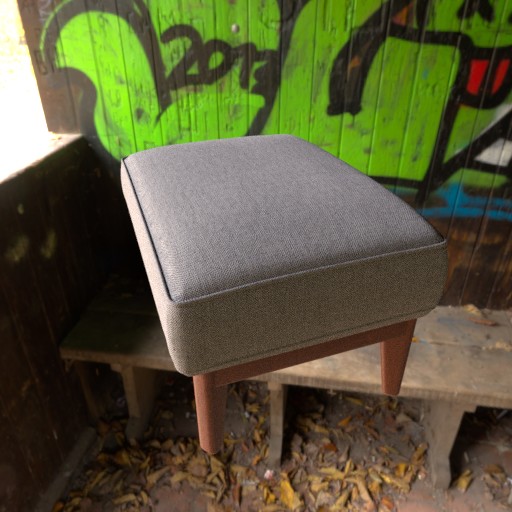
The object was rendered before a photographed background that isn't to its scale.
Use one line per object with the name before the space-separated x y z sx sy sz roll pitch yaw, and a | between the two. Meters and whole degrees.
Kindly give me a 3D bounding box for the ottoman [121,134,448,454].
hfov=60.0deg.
ottoman | 0.000 0.000 1.105 0.555 0.458 0.750 -11 32 -17
